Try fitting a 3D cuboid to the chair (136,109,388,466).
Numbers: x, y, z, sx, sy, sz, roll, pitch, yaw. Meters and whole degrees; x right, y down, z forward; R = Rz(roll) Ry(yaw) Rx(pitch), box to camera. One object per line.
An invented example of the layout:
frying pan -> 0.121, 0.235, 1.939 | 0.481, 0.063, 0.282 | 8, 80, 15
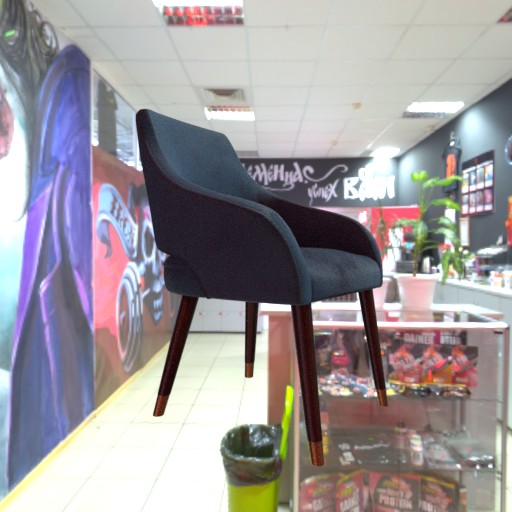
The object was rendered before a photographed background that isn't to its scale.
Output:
chair -> 0.000, 0.000, 1.594 | 0.794, 1.081, 0.683 | 1, 2, 35
